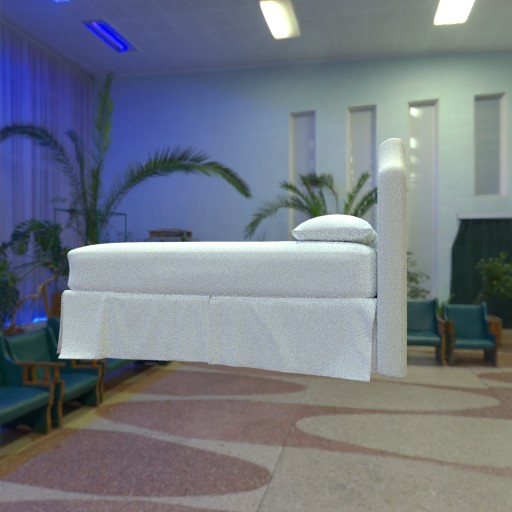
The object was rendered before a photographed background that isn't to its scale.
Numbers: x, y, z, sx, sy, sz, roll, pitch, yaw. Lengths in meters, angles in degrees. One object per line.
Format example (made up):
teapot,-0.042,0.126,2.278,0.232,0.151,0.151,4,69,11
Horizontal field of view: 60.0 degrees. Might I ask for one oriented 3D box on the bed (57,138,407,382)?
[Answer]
bed,0.000,0.000,3.533,2.204,1.301,2.160,0,0,17
